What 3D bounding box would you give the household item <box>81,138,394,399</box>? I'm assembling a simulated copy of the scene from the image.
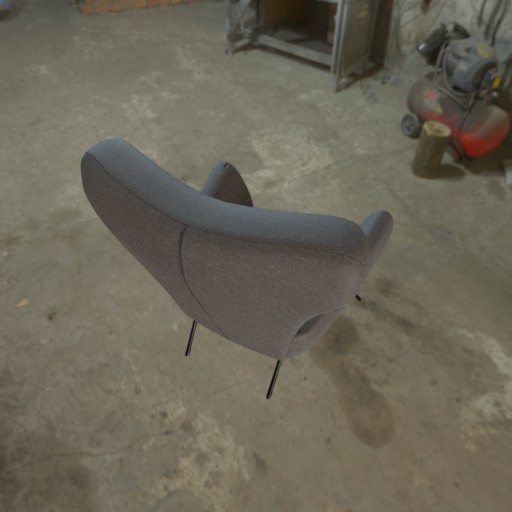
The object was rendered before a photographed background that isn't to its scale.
[{"bbox_3d":[0.000,0.000,1.793,0.980,1.050,0.900,22,49,20],"label":"household item"}]
